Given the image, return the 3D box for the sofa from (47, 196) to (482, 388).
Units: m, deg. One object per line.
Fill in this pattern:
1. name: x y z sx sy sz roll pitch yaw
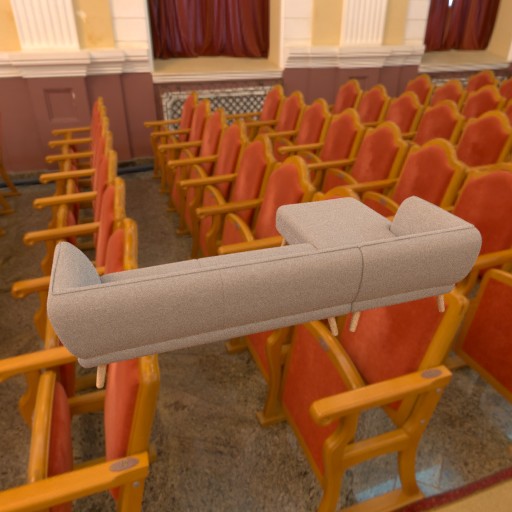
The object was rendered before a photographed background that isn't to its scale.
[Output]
1. sofa: 0.000 0.000 3.280 2.653 0.693 1.532 -9 29 -16
